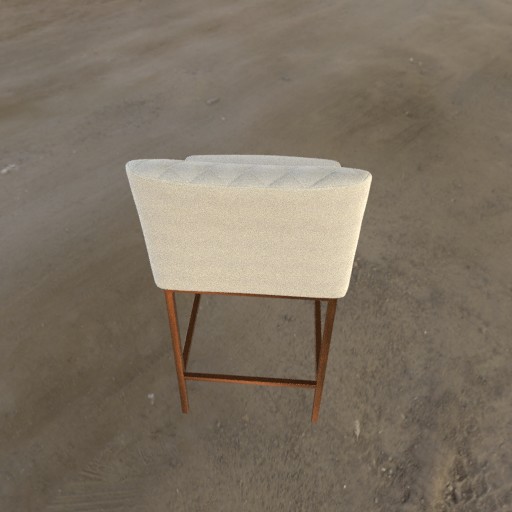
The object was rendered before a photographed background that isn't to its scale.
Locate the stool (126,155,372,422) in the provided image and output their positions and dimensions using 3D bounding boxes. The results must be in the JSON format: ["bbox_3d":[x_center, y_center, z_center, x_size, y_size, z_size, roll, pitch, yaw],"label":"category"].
[{"bbox_3d":[0.000,0.000,1.319,0.507,0.973,0.576,3,47,3],"label":"stool"}]
